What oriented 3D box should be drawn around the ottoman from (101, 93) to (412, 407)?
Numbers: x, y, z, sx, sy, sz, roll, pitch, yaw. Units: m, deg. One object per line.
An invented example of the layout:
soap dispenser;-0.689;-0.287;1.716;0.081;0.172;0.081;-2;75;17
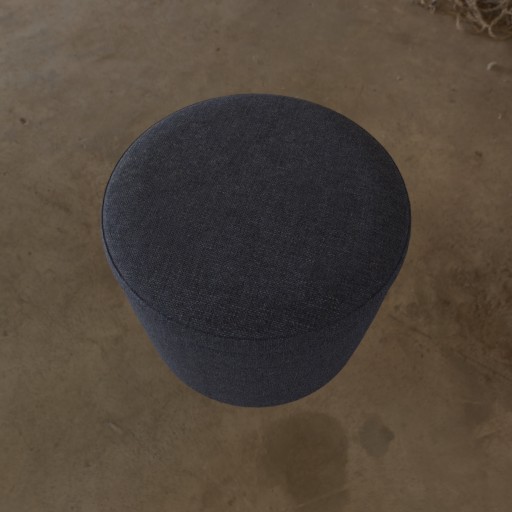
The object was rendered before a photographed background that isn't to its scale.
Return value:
ottoman;0.000;0.000;0.902;0.520;0.430;0.520;0;59;0
